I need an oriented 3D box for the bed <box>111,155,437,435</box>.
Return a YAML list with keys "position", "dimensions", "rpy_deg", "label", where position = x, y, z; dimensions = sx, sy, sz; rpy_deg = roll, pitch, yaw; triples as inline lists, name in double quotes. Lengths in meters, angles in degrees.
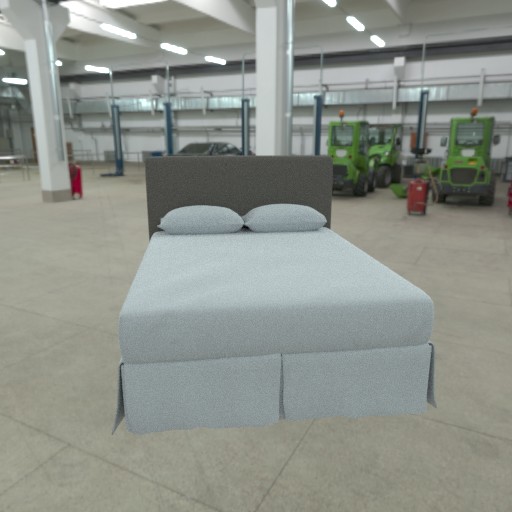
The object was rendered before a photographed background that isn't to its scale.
- position: [0.000, 0.000, 3.166]
  dimensions: [1.748, 1.330, 2.142]
  rpy_deg: [-2, 15, -8]
  label: "bed"
